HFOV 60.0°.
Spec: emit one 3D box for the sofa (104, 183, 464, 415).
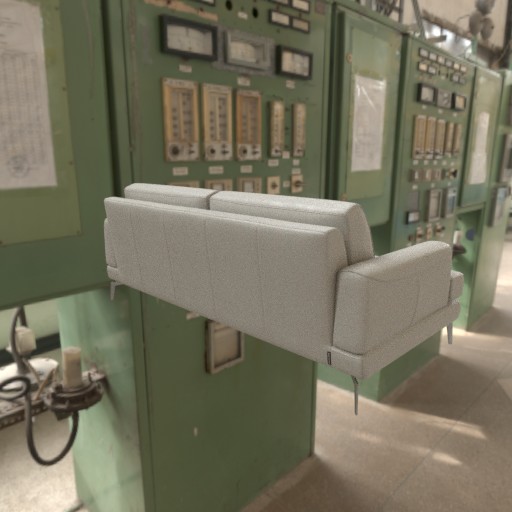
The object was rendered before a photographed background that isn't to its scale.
[{"bbox_3d":[0.000,0.000,2.482,1.940,0.765,0.974,13,18,43],"label":"sofa"}]
